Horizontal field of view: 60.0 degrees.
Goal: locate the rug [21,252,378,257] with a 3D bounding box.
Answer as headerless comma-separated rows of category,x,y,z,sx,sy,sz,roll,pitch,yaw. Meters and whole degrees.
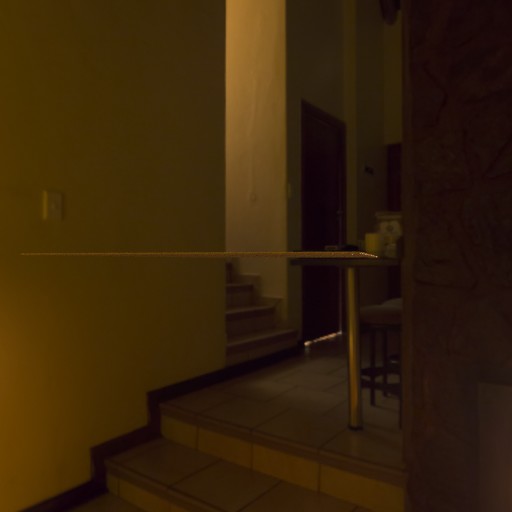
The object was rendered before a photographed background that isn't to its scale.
rug,0.000,0.000,2.967,1.523,0.008,2.438,0,-1,17
